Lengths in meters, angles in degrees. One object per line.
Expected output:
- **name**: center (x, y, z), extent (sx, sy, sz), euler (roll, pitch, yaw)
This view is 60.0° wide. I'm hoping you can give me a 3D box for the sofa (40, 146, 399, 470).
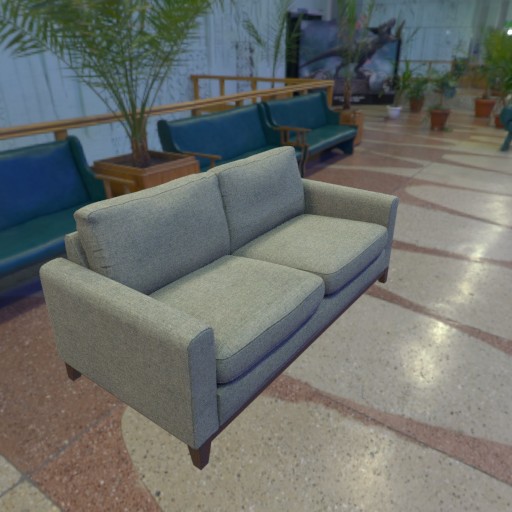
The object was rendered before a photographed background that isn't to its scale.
- **sofa**: center (0.000, 0.000, 2.493), extent (0.969, 0.892, 1.978), euler (18, 31, 32)
